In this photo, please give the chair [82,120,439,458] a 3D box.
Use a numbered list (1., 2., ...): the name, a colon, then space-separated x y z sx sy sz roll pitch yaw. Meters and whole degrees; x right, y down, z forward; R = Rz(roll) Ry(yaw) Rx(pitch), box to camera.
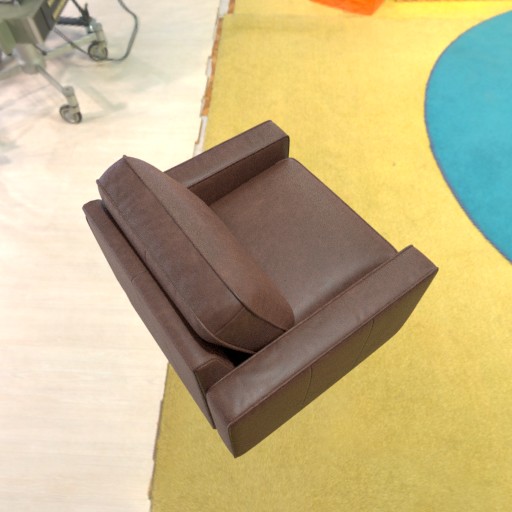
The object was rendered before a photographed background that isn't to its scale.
1. chair: 0.000 0.000 1.733 0.940 0.919 1.017 -32 62 -19
